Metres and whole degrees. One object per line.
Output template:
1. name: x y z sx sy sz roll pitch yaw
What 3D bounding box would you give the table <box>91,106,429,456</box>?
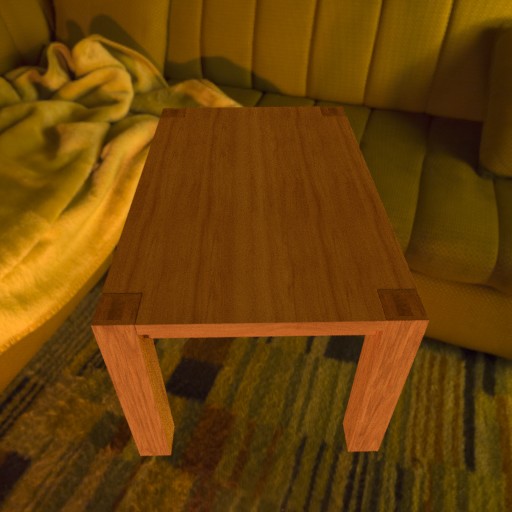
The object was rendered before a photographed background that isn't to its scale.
1. table: 0.000 0.000 1.949 0.900 0.760 1.400 -1 41 -1
